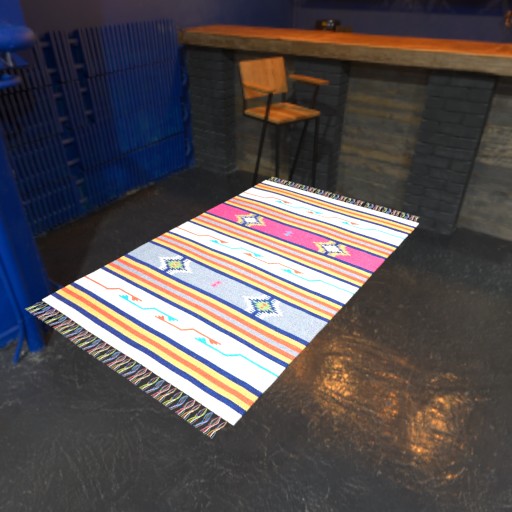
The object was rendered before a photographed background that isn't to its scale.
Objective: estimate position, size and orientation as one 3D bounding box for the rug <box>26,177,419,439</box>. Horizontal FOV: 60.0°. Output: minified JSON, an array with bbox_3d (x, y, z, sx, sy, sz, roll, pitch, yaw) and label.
[{"bbox_3d":[0.000,0.000,2.239,1.084,0.013,1.849,22,38,30],"label":"rug"}]
